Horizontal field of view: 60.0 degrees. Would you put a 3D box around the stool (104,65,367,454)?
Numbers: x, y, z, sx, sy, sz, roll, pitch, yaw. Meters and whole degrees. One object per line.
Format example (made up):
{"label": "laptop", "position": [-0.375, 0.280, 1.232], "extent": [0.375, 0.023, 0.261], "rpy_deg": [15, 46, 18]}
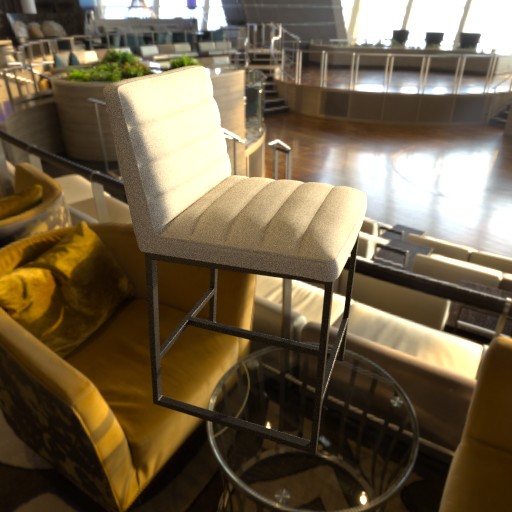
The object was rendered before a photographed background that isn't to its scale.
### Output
{"label": "stool", "position": [0.000, 0.000, 1.287], "extent": [0.567, 0.971, 0.459], "rpy_deg": [10, 31, 18]}
